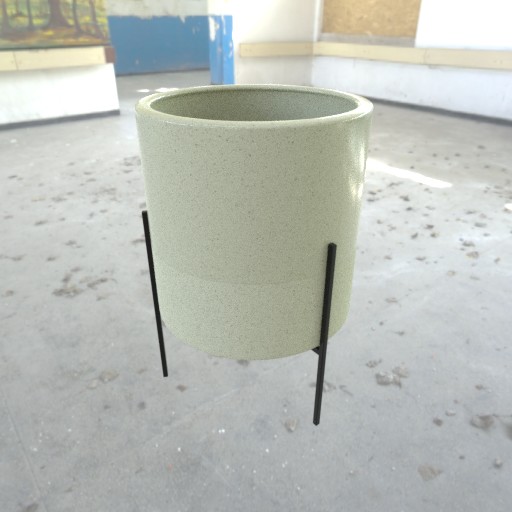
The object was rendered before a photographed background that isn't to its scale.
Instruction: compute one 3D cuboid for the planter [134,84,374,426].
[{"bbox_3d":[0.000,0.000,0.706,0.314,0.475,0.323,-20,34,-32],"label":"planter"}]
